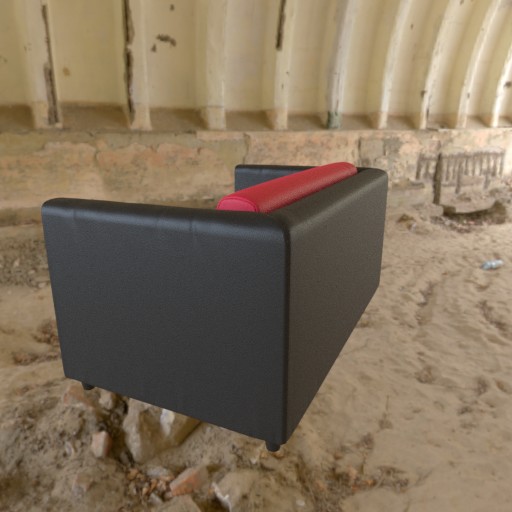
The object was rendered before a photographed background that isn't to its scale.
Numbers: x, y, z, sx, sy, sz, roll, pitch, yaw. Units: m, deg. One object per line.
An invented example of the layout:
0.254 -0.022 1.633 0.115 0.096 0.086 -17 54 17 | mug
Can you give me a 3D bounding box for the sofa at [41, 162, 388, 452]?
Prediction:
0.000 0.000 1.901 0.845 0.735 1.410 8 19 24 | sofa
